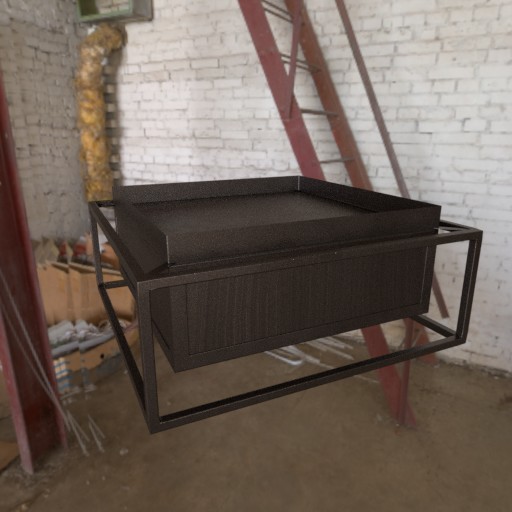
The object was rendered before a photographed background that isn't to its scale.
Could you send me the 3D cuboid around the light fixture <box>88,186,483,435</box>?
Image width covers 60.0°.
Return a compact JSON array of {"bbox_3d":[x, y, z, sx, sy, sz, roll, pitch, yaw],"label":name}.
[{"bbox_3d":[0.000,0.000,0.691,0.441,0.191,0.441,-8,19,-24],"label":"light fixture"}]
